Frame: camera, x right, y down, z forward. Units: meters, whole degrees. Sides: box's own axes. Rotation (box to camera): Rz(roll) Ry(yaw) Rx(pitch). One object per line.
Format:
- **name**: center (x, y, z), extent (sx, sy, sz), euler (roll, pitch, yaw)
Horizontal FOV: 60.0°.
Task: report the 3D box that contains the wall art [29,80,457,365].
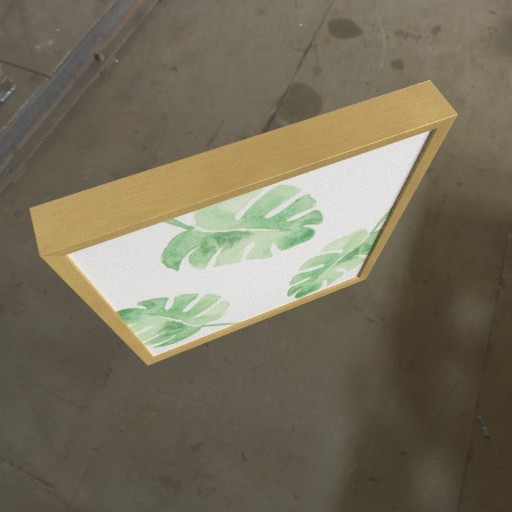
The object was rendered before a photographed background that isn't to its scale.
- **wall art**: center (0.000, 0.000, 0.443), extent (0.305, 0.305, 0.038), euler (-20, 65, -10)
